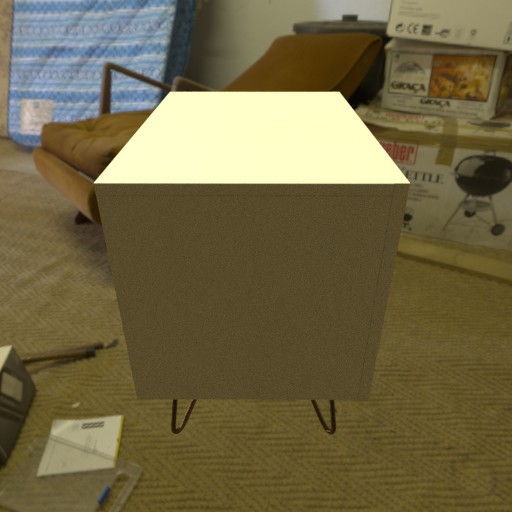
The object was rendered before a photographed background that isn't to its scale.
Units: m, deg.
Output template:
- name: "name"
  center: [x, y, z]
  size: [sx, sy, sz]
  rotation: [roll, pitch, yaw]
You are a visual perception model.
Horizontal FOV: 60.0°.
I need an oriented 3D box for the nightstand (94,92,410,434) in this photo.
- name: "nightstand"
  center: [0.000, 0.000, 1.022]
  size: [0.447, 0.604, 0.614]
  rotation: [0, 31, 0]
